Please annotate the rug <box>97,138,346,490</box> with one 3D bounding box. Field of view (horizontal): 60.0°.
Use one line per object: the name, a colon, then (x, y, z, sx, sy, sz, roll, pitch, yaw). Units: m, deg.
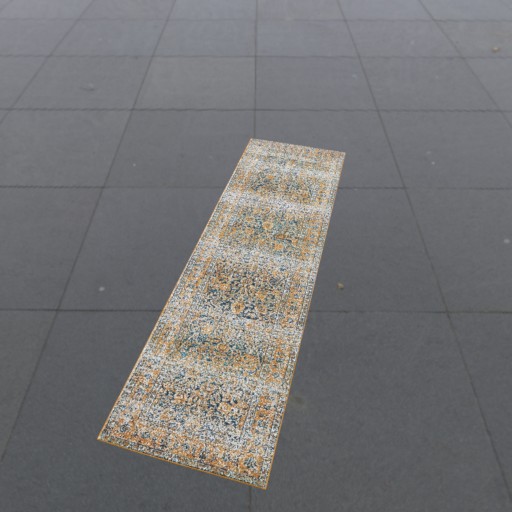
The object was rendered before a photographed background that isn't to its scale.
rug: (0.000, 0.000, 2.474, 0.704, 0.014, 2.294, 11, 48, 10)
